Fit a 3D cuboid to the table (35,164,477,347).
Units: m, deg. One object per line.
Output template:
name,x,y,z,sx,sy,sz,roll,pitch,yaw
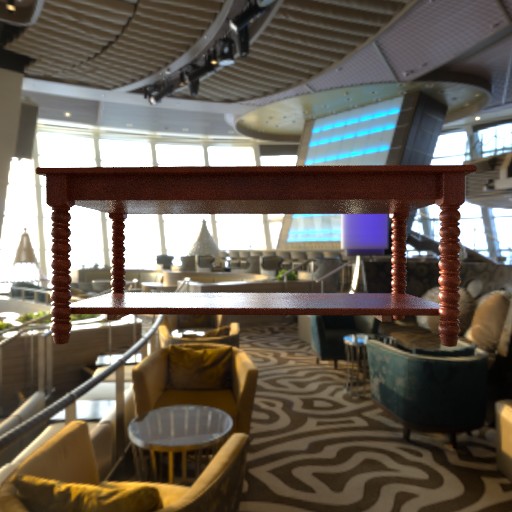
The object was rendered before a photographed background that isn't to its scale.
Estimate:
table,0.000,0.000,1.456,1.171,0.485,0.580,0,1,2
